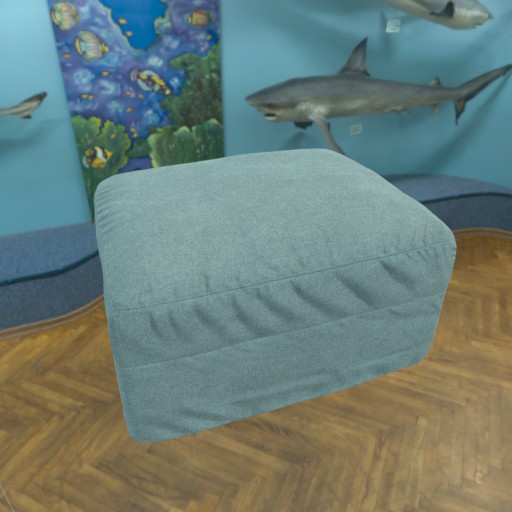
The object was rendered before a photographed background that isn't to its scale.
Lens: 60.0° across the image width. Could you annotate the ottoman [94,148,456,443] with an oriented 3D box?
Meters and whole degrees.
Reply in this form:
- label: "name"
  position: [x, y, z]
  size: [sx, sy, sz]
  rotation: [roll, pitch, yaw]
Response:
- label: "ottoman"
  position: [0.000, 0.000, 1.250]
  size: [0.837, 0.481, 0.683]
  rotation: [-10, 33, -17]
